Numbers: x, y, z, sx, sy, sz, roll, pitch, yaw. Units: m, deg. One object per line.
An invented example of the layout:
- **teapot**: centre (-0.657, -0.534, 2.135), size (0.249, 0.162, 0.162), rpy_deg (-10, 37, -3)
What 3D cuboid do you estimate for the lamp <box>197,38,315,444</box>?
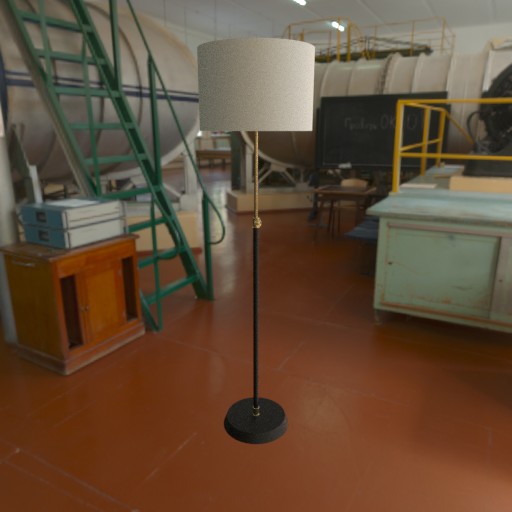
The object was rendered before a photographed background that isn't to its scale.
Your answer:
- **lamp**: centre (0.000, 0.000, 1.735), size (0.404, 1.517, 0.404), rpy_deg (-8, 18, -26)
